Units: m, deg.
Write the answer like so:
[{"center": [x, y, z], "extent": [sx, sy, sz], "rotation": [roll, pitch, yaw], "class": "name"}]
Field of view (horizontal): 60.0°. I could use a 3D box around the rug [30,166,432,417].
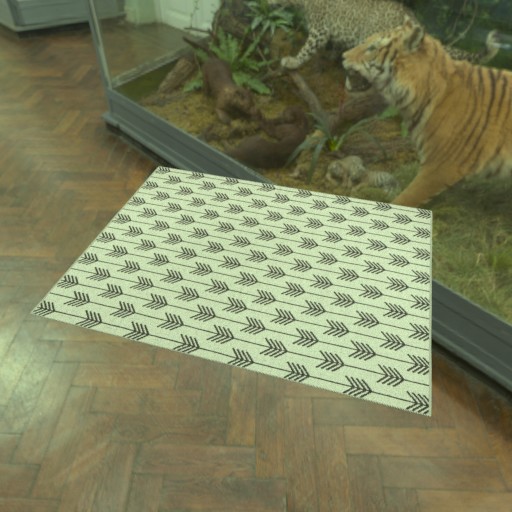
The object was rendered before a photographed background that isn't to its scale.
[{"center": [0.000, 0.000, 4.020], "extent": [3.061, 0.010, 2.330], "rotation": [11, 44, 12], "class": "rug"}]
